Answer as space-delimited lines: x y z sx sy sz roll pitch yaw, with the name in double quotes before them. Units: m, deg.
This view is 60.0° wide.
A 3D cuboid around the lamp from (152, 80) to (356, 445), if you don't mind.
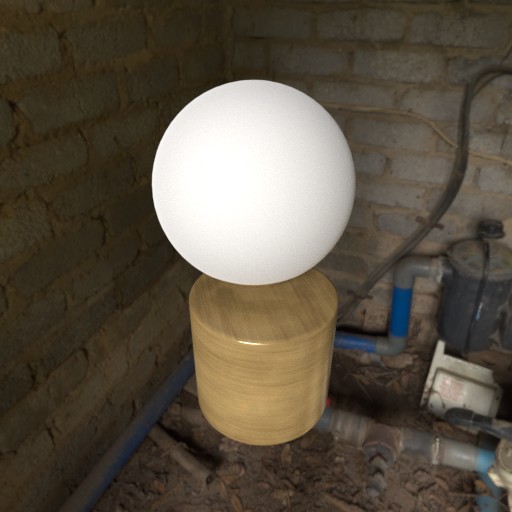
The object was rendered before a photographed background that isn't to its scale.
"lamp" 0.000 0.000 0.339 0.141 0.250 0.152 -8 32 -13
